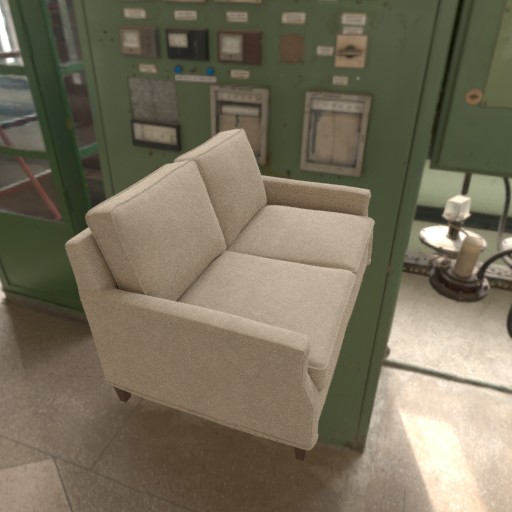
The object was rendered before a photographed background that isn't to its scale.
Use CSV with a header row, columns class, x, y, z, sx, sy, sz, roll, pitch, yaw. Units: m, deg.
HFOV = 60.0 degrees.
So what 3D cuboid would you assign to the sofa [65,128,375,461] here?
class,x,y,z,sx,sy,sz,roll,pitch,yaw
sofa,0.000,0.000,2.364,1.084,1.002,1.597,11,32,18
